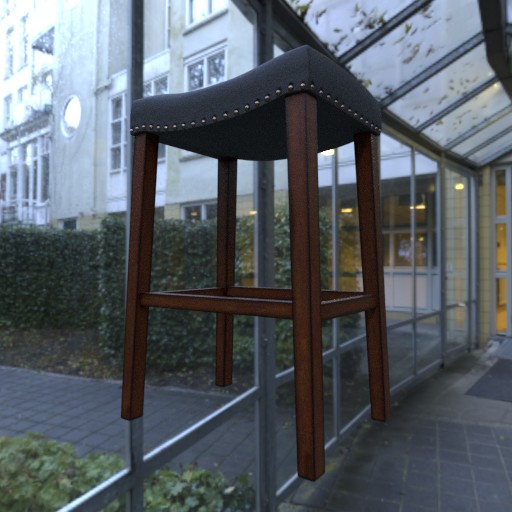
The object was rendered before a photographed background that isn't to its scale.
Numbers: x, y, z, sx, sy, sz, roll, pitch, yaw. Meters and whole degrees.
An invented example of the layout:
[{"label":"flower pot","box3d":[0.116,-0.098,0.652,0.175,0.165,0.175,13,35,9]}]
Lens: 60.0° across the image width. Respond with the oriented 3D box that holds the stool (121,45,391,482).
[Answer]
[{"label":"stool","box3d":[0.000,0.000,1.021,0.502,0.748,0.366,0,-1,36]}]
